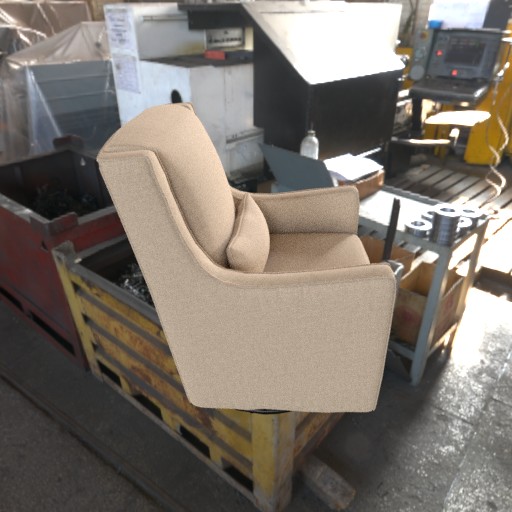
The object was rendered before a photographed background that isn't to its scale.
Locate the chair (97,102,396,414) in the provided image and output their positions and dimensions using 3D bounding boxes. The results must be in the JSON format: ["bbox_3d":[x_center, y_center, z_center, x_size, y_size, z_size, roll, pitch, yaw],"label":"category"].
[{"bbox_3d":[0.000,0.000,1.630,0.879,0.993,0.732,1,30,2],"label":"chair"}]
